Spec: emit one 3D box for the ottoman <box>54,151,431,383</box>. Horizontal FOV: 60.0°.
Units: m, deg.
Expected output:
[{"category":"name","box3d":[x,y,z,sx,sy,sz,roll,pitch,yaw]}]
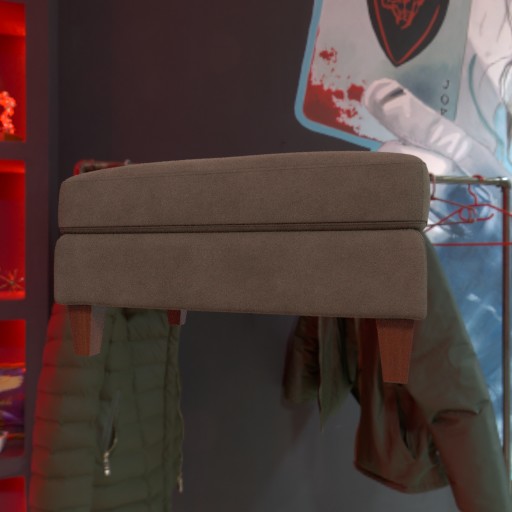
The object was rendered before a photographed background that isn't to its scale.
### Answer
[{"category":"ottoman","box3d":[0.000,0.000,1.208,0.864,0.483,0.584,0,1,18]}]
